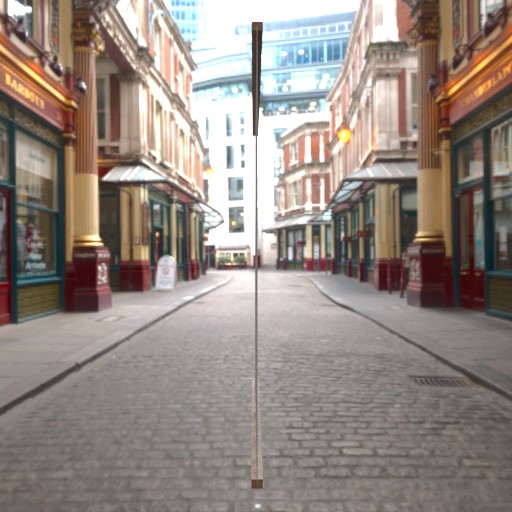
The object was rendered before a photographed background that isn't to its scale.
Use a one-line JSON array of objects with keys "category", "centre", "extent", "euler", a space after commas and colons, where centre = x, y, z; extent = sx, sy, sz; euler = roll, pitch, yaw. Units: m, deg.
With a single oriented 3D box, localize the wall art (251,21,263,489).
[{"category": "wall art", "centre": [0.000, 0.000, 0.684], "extent": [0.012, 0.508, 0.405], "euler": [0, -1, 0]}]
